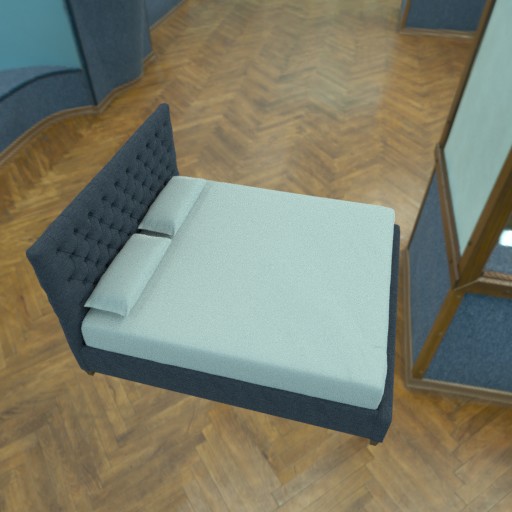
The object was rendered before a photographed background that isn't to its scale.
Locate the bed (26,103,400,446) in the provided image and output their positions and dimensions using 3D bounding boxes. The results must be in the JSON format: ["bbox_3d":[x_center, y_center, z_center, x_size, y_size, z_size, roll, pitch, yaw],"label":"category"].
[{"bbox_3d":[0.000,0.000,3.630,2.387,1.427,2.078,10,45,10],"label":"bed"}]
